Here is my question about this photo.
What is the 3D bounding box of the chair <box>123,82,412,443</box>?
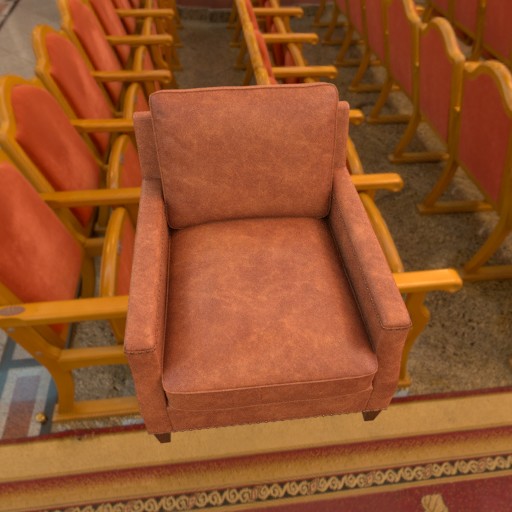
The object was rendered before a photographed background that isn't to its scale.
[{"bbox_3d":[0.000,0.000,1.629,0.853,0.943,1.014,-4,46,-4],"label":"chair"}]
